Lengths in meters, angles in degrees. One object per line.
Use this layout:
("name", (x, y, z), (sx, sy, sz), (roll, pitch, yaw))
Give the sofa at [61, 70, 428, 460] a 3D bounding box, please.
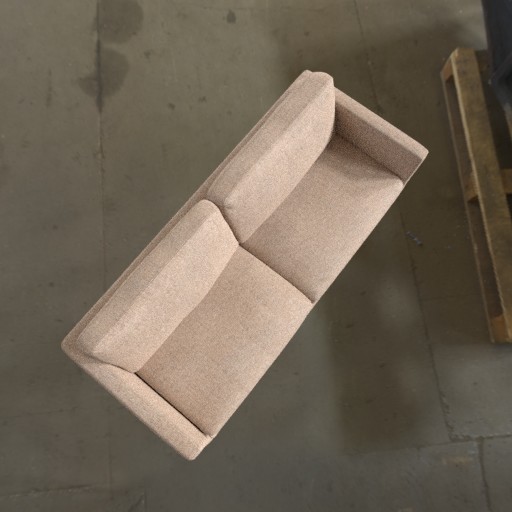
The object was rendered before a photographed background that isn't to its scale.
("sofa", (0.000, 0.000, 2.739), (0.951, 0.965, 2.208), (37, 78, 9))
